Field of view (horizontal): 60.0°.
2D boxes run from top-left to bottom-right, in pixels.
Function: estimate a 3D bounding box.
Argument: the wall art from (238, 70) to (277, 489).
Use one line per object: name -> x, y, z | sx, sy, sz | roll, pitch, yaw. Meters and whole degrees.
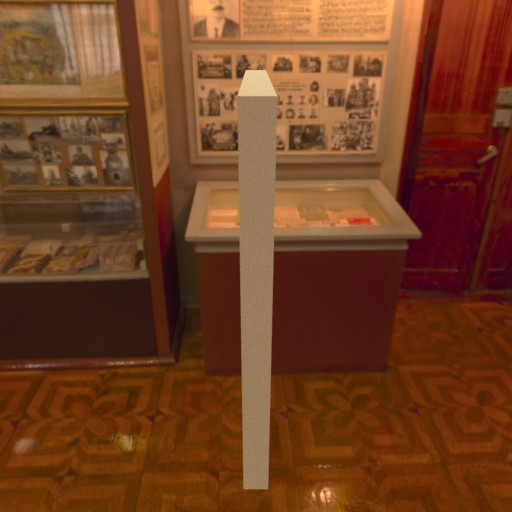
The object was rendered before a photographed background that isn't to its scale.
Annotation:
wall art -> 0.000, 0.000, 0.743 | 0.039, 0.553, 0.451 | 0, 26, 0
